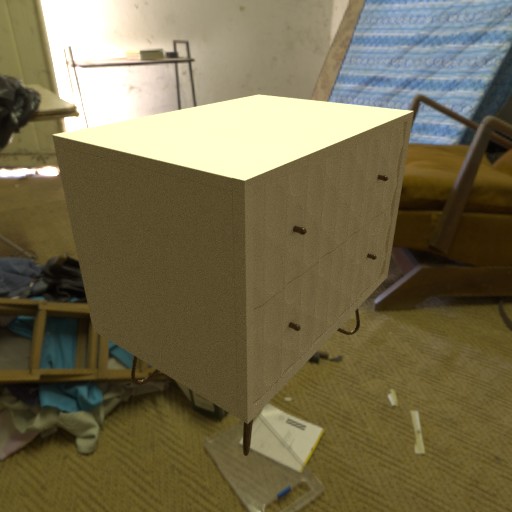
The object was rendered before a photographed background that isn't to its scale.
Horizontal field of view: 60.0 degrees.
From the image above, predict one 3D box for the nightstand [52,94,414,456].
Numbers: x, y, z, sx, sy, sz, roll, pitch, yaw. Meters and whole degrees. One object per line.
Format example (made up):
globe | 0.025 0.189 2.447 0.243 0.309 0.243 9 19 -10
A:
nightstand | 0.000 0.000 1.023 0.447 0.604 0.614 19 33 32
